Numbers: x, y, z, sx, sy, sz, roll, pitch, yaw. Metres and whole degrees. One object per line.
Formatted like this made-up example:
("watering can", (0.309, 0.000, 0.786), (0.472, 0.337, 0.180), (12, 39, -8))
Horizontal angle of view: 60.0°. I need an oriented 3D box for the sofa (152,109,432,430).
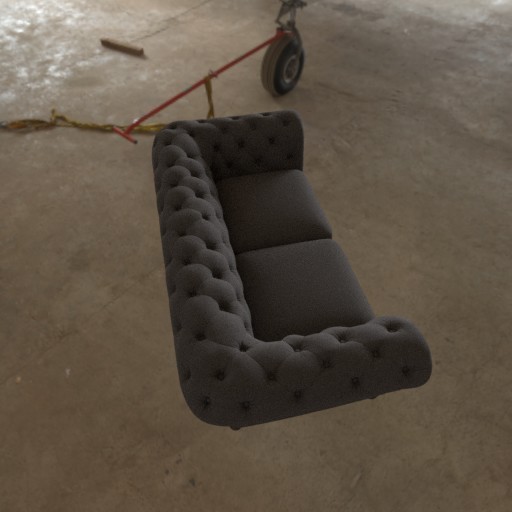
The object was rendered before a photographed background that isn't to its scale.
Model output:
("sofa", (0.000, 0.000, 2.491), (0.986, 0.764, 1.998), (-10, 48, -9))
